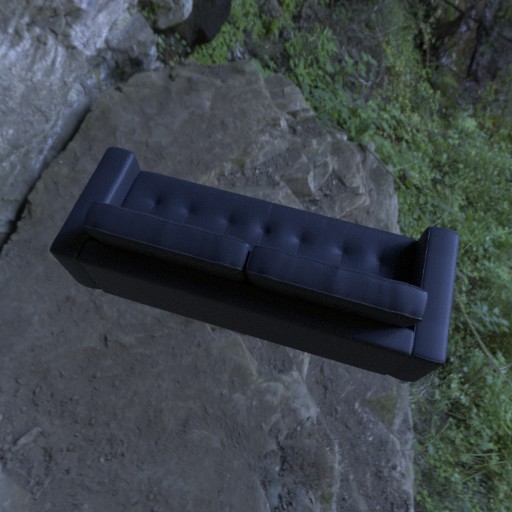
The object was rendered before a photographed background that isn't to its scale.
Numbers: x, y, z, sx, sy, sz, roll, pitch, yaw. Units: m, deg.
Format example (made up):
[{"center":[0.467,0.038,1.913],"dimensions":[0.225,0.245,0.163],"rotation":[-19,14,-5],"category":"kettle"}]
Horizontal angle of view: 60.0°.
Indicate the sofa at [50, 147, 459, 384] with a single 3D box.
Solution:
[{"center":[0.000,0.000,2.722],"dimensions":[2.275,0.893,0.833],"rotation":[15,64,8],"category":"sofa"}]
